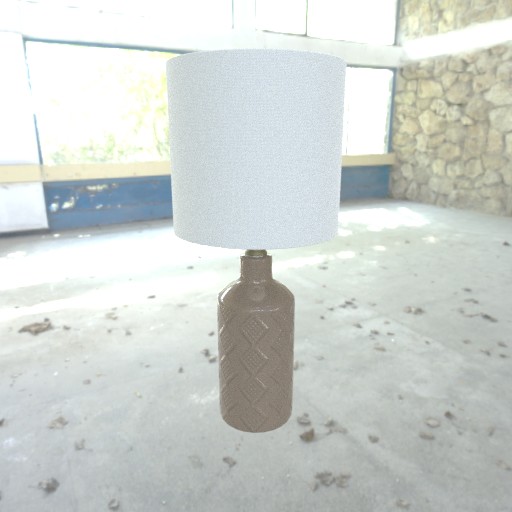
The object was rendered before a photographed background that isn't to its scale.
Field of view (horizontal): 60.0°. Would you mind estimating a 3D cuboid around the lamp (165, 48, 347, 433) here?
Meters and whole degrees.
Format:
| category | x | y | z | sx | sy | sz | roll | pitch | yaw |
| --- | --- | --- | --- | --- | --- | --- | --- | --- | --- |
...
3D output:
| category | x | y | z | sx | sy | sz | roll | pitch | yaw |
| --- | --- | --- | --- | --- | --- | --- | --- | --- | --- |
| lamp | 0.000 | 0.000 | 0.576 | 0.207 | 0.461 | 0.207 | -8 | 17 | -26 |
